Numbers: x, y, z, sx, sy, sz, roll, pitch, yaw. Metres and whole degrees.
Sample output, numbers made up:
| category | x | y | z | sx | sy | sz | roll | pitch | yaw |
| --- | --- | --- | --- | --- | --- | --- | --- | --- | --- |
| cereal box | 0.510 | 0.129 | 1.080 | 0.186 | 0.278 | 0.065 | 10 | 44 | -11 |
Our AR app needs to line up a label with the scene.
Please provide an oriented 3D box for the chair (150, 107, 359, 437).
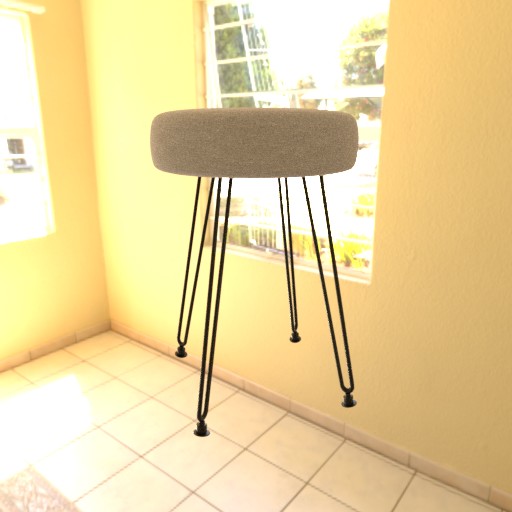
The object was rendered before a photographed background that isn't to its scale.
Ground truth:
| category | x | y | z | sx | sy | sz | roll | pitch | yaw |
| --- | --- | --- | --- | --- | --- | --- | --- | --- | --- |
| chair | 0.000 | 0.000 | 0.702 | 0.350 | 0.440 | 0.350 | 9 | 18 | 27 |
